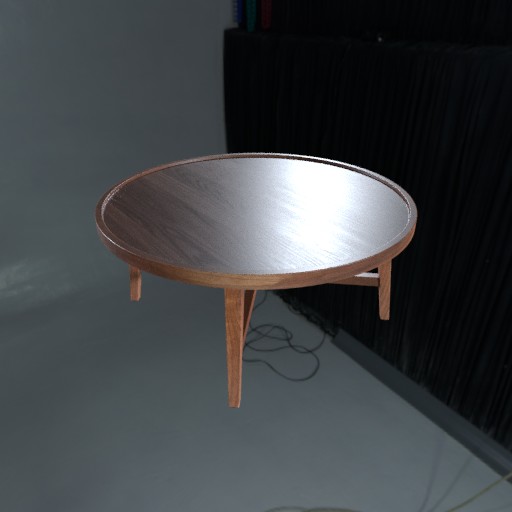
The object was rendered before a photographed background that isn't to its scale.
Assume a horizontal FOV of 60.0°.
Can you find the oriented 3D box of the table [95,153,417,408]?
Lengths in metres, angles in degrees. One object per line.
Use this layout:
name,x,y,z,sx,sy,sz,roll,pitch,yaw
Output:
table,0.000,0.000,1.241,0.800,0.360,0.800,0,29,0
